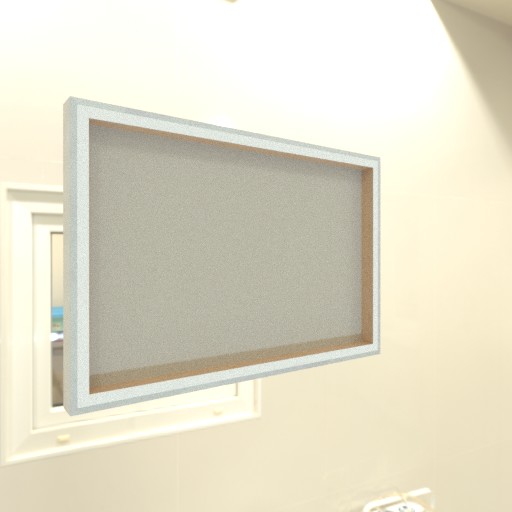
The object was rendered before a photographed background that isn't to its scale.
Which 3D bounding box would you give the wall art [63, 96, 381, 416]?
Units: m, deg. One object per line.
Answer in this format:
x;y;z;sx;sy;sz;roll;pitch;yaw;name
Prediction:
0.000;0.000;0.756;0.609;0.407;0.038;0;0;-36;wall art
